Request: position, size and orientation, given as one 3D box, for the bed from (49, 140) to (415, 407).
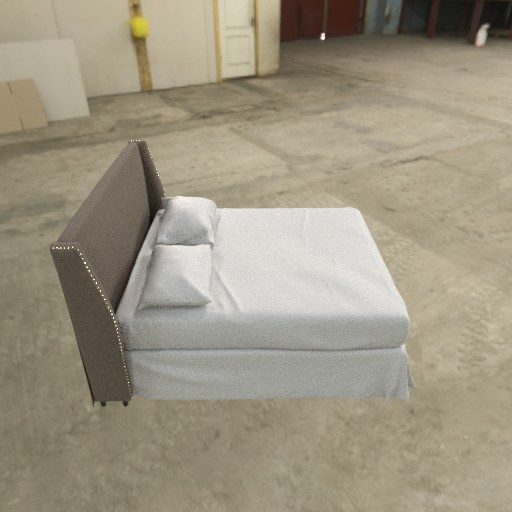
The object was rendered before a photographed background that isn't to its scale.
[{"bbox_3d":[0.000,0.000,3.532,2.276,1.332,1.925,0,32,0],"label":"bed"}]
